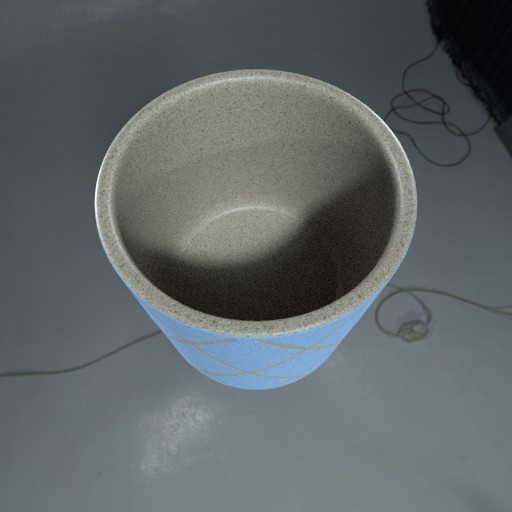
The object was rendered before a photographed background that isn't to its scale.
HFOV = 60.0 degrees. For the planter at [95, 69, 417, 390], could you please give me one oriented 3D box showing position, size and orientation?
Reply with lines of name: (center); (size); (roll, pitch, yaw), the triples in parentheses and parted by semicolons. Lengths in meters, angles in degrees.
planter: (0.000, 0.000, 0.353); (0.191, 0.200, 0.191); (0, 63, 0)
